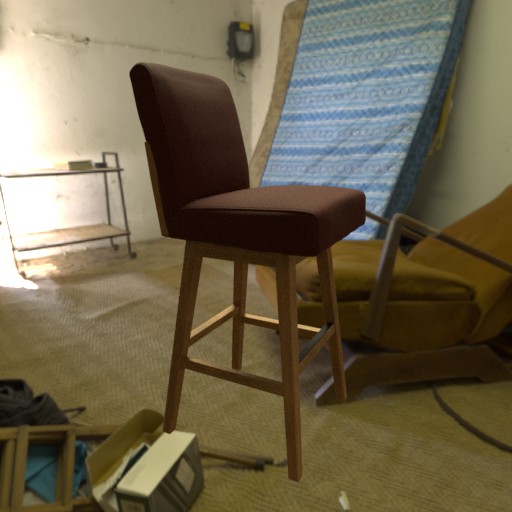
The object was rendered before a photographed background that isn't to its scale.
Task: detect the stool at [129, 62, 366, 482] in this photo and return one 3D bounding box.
[{"bbox_3d":[0.000,0.000,1.355,0.562,1.093,0.468,8,17,27],"label":"stool"}]
